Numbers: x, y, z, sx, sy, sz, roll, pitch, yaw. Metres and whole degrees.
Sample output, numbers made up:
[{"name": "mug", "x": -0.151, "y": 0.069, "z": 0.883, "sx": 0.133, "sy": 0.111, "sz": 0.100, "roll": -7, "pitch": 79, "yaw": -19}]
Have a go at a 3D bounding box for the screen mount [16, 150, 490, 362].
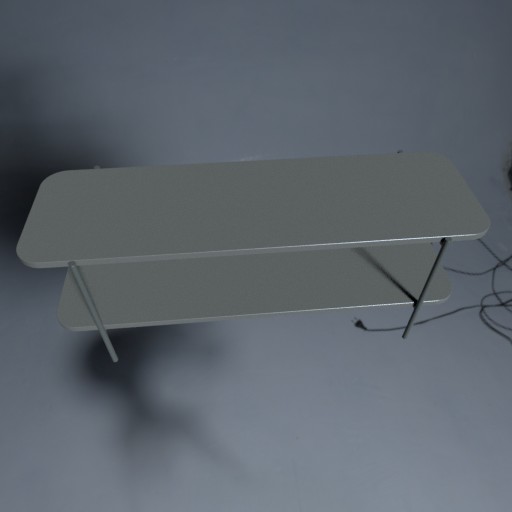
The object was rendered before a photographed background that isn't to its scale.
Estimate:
[{"name": "screen mount", "x": 0.000, "y": 0.000, "z": 1.368, "sx": 1.200, "sy": 0.447, "sz": 0.400, "roll": -4, "pitch": 47, "yaw": -4}]
